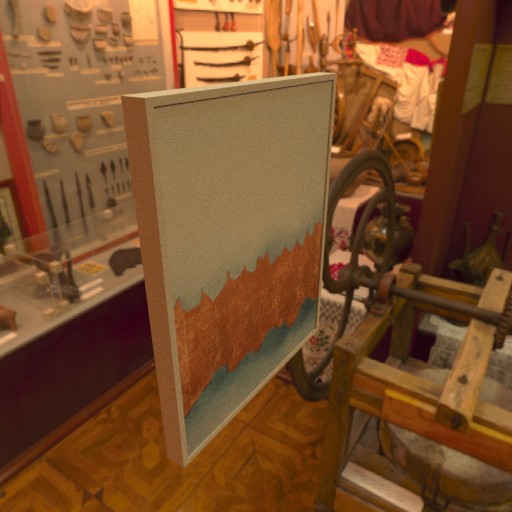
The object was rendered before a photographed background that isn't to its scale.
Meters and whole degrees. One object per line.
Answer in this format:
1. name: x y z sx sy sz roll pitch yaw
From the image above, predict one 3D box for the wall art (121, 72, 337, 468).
1. wall art: 0.000 0.000 0.753 0.039 0.553 0.451 17 31 31
